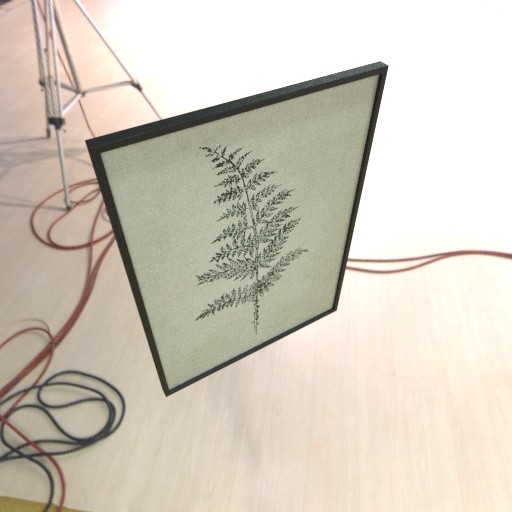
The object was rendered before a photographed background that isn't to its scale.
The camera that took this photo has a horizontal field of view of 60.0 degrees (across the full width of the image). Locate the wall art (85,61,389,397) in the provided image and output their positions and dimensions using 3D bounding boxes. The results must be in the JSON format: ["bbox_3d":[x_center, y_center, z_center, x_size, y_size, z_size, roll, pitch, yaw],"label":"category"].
[{"bbox_3d":[0.000,0.000,1.432,0.802,1.070,0.036,-23,50,-21],"label":"wall art"}]
